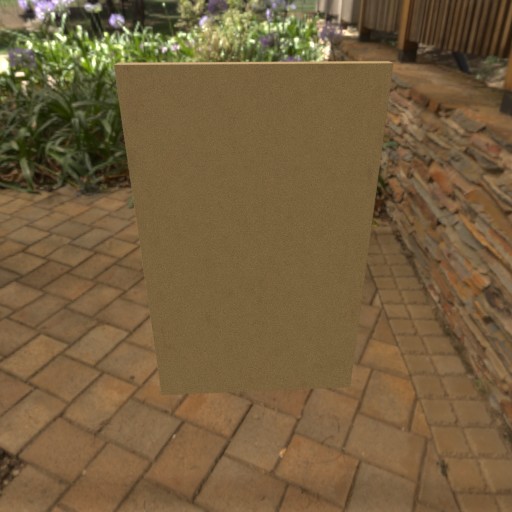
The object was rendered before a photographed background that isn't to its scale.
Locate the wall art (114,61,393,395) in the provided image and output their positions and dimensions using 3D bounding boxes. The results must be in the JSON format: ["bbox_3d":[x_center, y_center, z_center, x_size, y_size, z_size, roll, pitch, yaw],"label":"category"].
[{"bbox_3d":[0.000,0.000,1.010,0.510,0.810,0.039,-2,29,-3],"label":"wall art"}]
